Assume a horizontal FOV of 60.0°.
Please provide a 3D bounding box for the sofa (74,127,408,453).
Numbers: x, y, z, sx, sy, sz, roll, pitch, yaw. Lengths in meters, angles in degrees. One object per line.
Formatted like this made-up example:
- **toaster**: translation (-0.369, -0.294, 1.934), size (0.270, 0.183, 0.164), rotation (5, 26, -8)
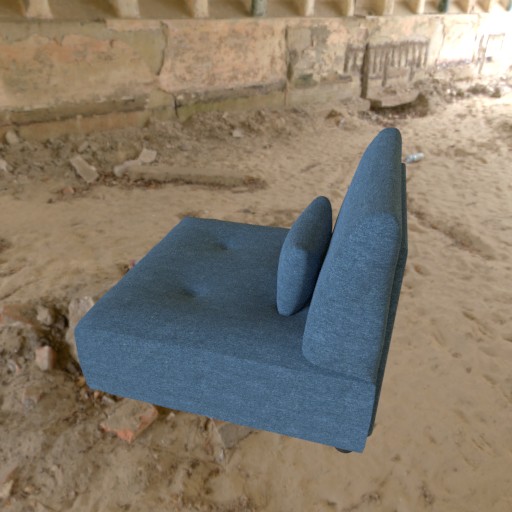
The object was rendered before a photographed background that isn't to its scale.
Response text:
- **sofa**: translation (0.000, 0.000, 1.672), size (1.000, 0.820, 0.930), rotation (8, 30, 14)
